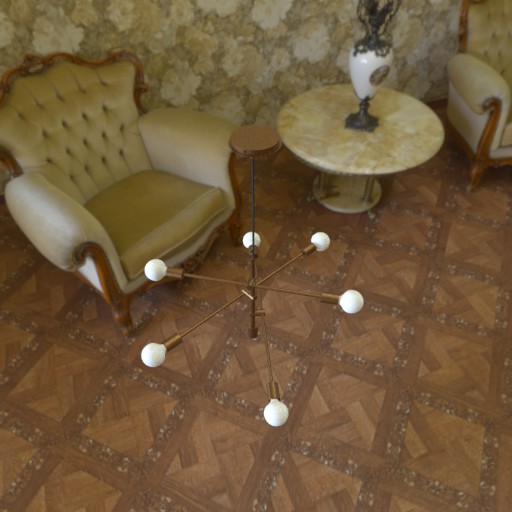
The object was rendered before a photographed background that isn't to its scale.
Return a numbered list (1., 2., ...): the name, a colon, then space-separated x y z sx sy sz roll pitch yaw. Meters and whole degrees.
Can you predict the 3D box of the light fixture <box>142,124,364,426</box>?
1. light fixture: 0.000 0.000 1.256 0.637 0.744 0.682 17 48 16
